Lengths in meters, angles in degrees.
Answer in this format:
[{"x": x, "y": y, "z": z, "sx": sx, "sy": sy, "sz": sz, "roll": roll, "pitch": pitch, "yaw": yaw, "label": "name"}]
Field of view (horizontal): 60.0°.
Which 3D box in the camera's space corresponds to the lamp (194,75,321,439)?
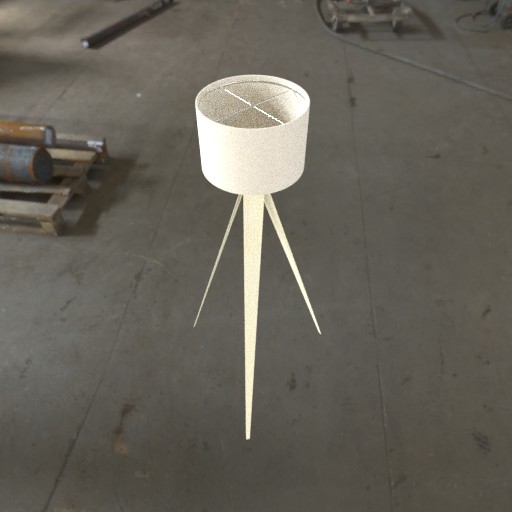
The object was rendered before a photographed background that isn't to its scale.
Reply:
[{"x": 0.000, "y": 0.000, "z": 1.947, "sx": 0.716, "sy": 1.524, "sz": 0.724, "roll": -31, "pitch": 54, "yaw": -26, "label": "lamp"}]
